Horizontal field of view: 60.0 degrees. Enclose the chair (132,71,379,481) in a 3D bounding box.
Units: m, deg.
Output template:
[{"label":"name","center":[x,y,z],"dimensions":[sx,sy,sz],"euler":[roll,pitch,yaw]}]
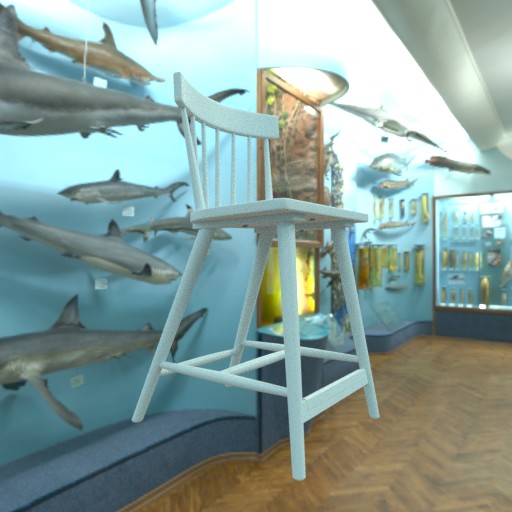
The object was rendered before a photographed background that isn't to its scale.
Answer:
[{"label":"chair","center":[0.000,0.000,1.282],"dimensions":[0.572,0.952,0.483],"euler":[0,0,36]}]
